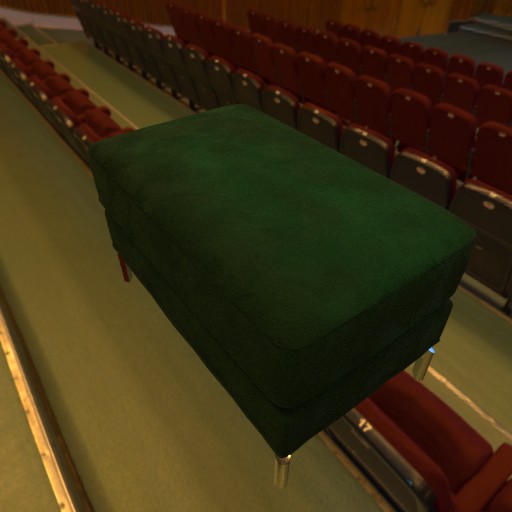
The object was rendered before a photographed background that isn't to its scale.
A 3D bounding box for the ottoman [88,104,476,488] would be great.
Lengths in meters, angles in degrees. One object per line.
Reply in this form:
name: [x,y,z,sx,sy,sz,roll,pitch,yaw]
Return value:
ottoman: [0.000,0.000,1.198,0.536,0.533,0.886,-25,46,-27]
